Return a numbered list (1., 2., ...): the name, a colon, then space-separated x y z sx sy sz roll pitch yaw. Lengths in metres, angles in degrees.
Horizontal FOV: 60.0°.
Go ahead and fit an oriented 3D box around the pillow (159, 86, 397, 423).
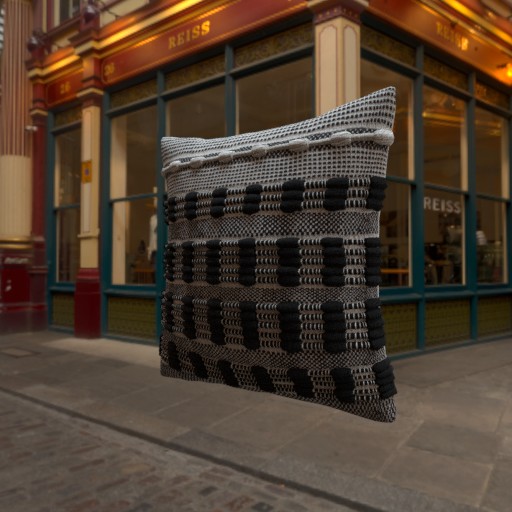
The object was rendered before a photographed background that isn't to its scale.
1. pillow: 0.000 0.000 0.690 0.436 0.438 0.156 0 -1 35
